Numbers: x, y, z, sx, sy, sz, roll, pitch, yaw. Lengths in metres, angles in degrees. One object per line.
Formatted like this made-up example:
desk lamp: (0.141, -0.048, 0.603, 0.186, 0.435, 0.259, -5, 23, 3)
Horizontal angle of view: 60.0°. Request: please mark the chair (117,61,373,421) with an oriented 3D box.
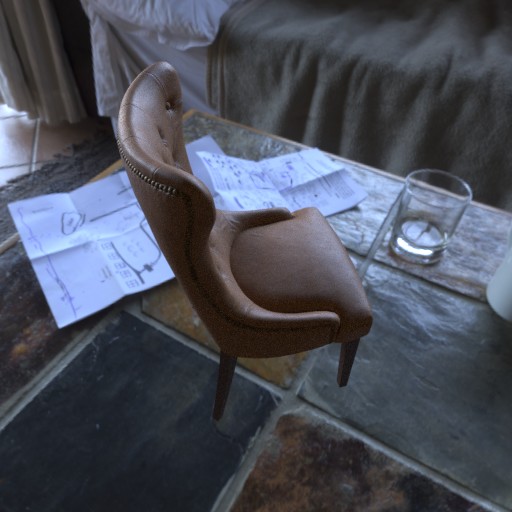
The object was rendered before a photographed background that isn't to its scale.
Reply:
chair: (0.000, 0.000, 1.428, 0.669, 1.065, 0.611, -10, 47, -10)
